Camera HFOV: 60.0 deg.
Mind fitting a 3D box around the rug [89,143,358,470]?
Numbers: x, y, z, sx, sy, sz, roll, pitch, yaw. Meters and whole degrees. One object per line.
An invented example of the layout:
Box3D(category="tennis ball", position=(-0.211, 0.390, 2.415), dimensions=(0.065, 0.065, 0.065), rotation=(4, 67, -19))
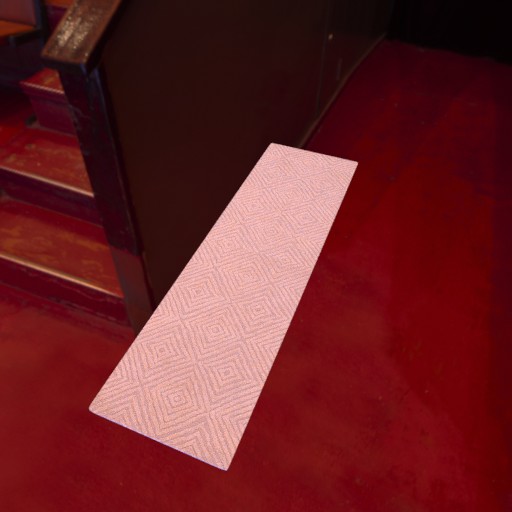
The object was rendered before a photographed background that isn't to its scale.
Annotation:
Box3D(category="rug", position=(0.000, 0.000, 2.584), dimensions=(0.676, 0.008, 2.277), rotation=(17, 49, 15))
